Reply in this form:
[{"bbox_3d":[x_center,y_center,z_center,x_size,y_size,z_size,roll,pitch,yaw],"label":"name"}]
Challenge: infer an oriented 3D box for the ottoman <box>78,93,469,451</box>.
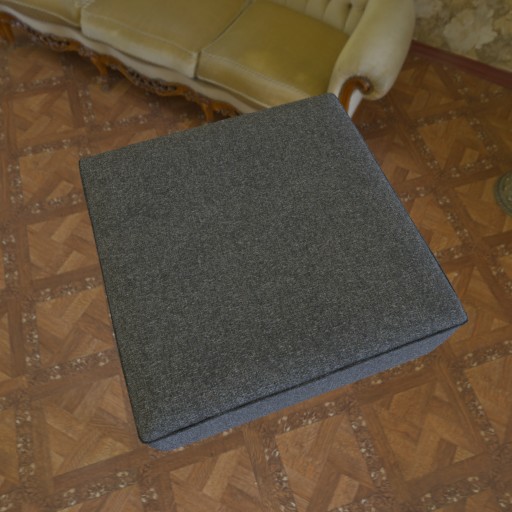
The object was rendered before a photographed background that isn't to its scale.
[{"bbox_3d":[0.000,0.000,1.588,1.017,0.423,1.021,-17,64,-9],"label":"ottoman"}]
